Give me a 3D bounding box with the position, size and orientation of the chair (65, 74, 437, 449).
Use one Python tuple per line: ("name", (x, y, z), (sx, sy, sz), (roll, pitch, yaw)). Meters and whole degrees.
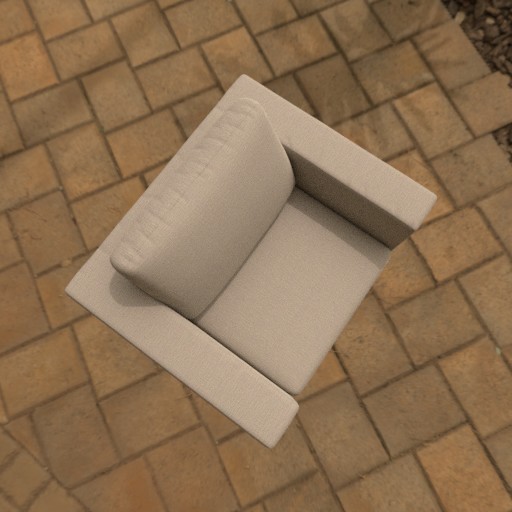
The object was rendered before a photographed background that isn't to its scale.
("chair", (0.000, 0.000, 1.843), (0.957, 0.878, 1.150), (35, 79, 8))
